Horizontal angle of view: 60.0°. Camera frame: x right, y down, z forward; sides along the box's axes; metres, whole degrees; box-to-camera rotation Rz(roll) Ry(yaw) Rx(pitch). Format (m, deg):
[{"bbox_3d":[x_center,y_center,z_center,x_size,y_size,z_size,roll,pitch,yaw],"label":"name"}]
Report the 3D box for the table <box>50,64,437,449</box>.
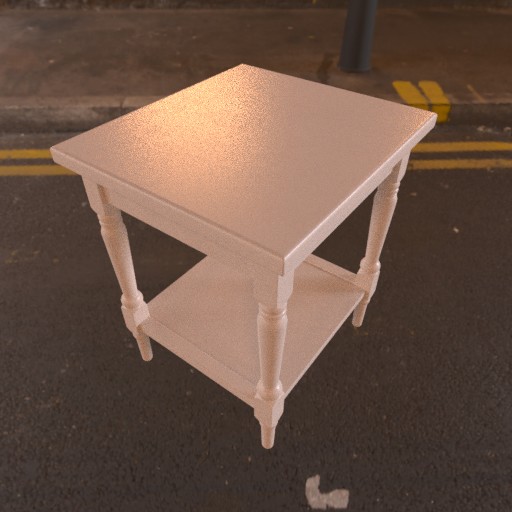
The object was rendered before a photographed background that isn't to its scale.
[{"bbox_3d":[0.000,0.000,0.923,0.442,0.565,0.488,26,48,27],"label":"table"}]
